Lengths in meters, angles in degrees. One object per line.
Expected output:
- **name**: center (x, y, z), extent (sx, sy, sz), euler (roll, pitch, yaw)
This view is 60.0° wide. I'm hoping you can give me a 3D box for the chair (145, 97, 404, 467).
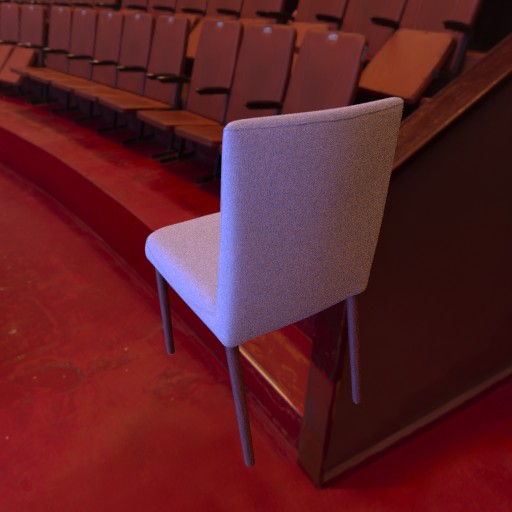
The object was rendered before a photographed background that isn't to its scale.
- **chair**: center (0.000, 0.000, 1.196), extent (0.456, 0.859, 0.570), euler (-18, 34, -28)
